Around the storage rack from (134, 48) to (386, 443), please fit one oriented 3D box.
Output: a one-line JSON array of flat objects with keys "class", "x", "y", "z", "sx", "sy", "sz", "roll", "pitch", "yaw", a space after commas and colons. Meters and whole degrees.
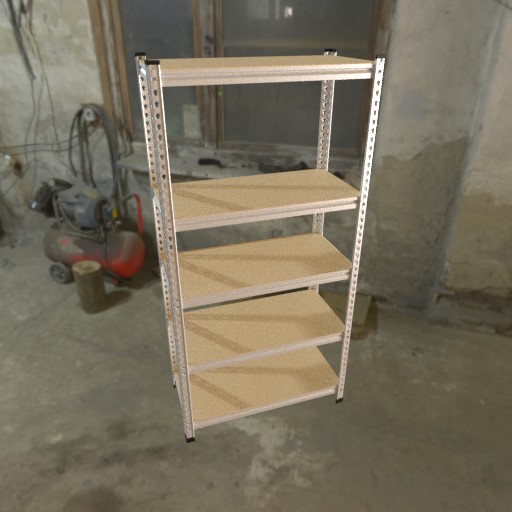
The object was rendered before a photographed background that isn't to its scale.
[{"class": "storage rack", "x": 0.000, "y": 0.000, "z": 2.198, "sx": 0.914, "sy": 1.829, "sz": 0.457, "roll": -9, "pitch": 29, "yaw": -16}]
